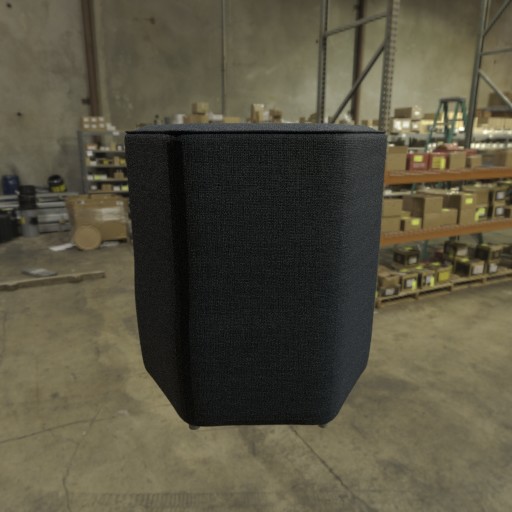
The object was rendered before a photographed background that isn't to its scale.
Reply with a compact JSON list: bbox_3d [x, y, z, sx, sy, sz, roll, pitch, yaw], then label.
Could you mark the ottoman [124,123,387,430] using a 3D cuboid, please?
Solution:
[{"bbox_3d":[0.000,0.000,0.892,0.454,0.505,0.492,-8,17,-26],"label":"ottoman"}]
